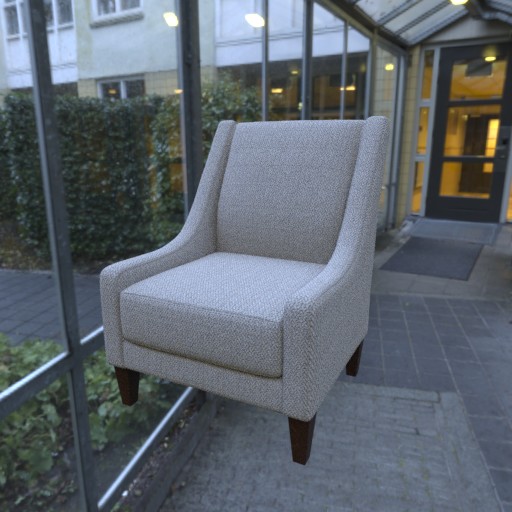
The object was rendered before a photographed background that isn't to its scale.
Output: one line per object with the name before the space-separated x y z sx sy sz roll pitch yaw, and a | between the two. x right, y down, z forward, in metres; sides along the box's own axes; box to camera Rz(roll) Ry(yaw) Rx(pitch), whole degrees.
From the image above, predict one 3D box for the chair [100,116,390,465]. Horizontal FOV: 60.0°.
chair | 0.000 0.000 1.647 0.774 1.014 0.870 7 16 26
